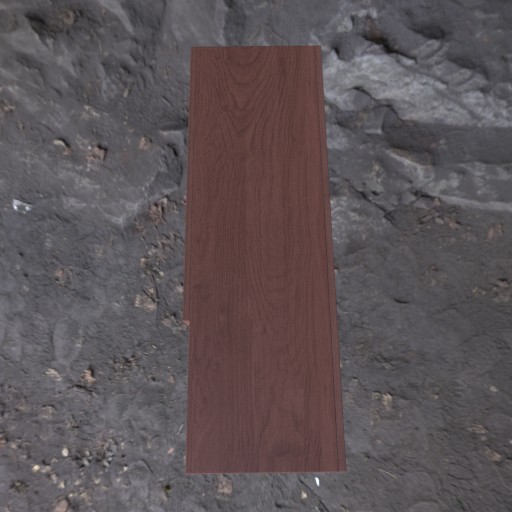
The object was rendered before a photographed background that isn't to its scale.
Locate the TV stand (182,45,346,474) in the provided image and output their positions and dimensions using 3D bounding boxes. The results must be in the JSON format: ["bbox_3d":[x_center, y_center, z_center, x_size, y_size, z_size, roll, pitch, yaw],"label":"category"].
[{"bbox_3d":[0.000,0.000,1.446,0.415,0.500,1.200,-1,75,0],"label":"TV stand"}]
